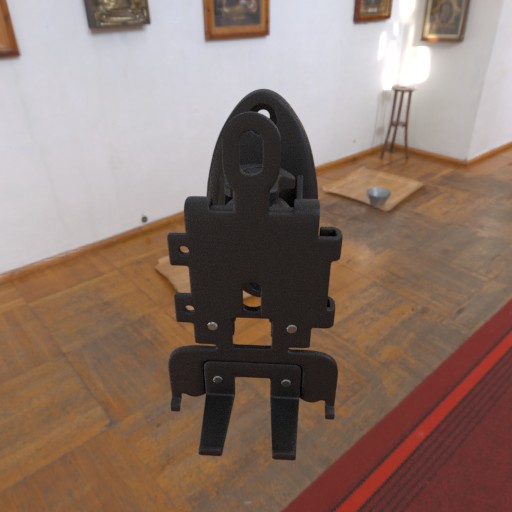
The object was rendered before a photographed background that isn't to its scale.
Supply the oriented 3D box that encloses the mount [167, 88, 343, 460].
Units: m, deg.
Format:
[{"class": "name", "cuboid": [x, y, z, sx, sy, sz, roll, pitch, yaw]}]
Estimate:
[{"class": "mount", "cuboid": [0.000, 0.000, 0.173, 0.066, 0.118, 0.100, 2, 30, 3]}]
